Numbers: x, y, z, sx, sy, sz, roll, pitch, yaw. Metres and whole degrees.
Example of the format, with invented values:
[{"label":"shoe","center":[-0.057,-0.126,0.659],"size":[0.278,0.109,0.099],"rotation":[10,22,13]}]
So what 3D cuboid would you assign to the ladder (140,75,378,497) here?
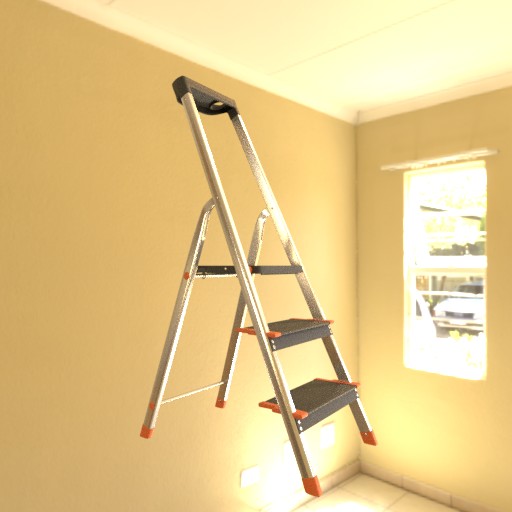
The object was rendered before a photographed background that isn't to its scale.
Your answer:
[{"label":"ladder","center":[0.000,0.000,1.491],"size":[0.686,1.229,0.416],"rotation":[-1,-2,36]}]
